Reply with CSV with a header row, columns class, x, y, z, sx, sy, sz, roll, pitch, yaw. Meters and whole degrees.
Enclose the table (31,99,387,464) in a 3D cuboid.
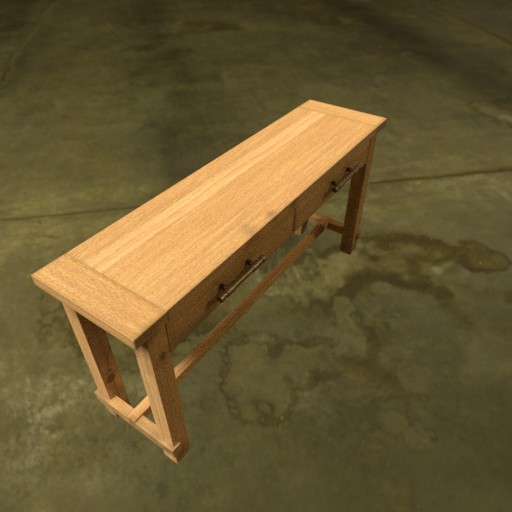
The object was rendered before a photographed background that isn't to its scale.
class,x,y,z,sx,sy,sz,roll,pitch,yaw
table,0.000,0.000,1.899,0.442,0.762,1.599,24,46,26
